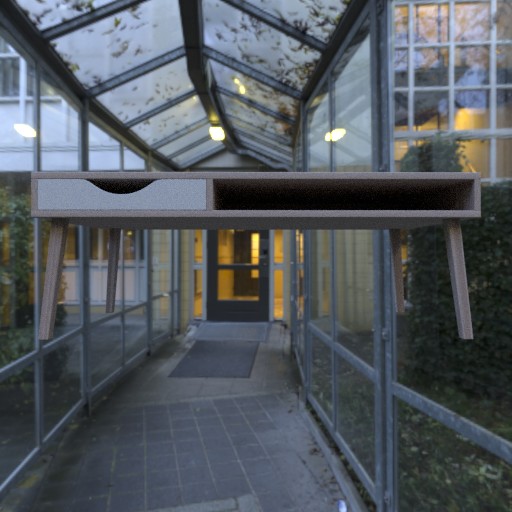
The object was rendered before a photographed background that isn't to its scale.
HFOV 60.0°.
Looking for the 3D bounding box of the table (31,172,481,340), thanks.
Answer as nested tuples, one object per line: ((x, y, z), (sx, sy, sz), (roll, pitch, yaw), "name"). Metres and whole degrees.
((0.000, 0.000, 1.481), (1.200, 0.450, 0.600), (0, 0, 0), "table")
